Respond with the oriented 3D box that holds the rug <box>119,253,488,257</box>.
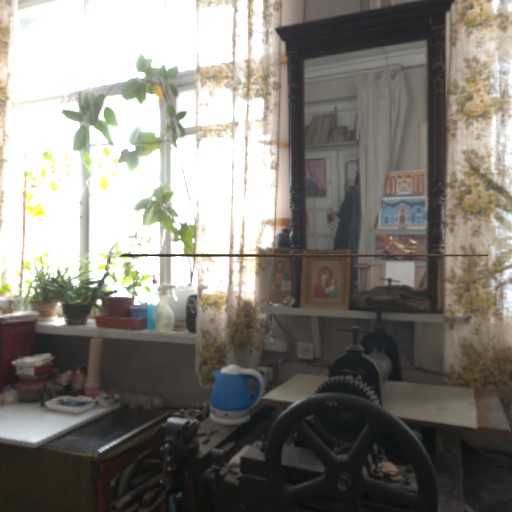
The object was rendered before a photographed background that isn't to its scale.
[{"bbox_3d":[0.000,0.000,4.139,2.439,0.013,3.048,0,0,-17],"label":"rug"}]
